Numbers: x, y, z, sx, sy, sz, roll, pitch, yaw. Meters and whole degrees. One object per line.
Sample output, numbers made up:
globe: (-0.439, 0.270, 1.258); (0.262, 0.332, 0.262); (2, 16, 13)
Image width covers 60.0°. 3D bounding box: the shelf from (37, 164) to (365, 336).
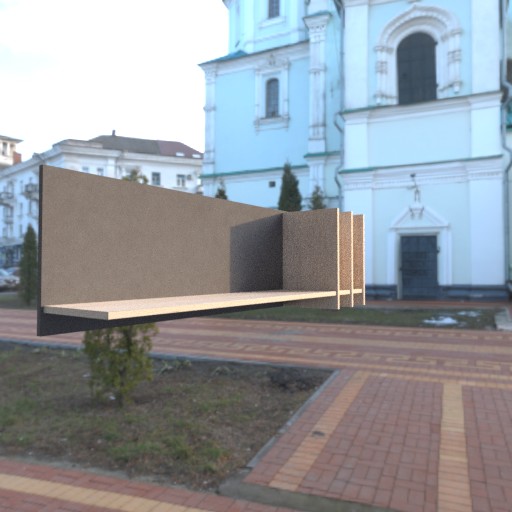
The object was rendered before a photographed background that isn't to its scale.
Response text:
shelf: (0.000, 0.000, 1.128); (0.200, 0.300, 1.020); (-1, -2, 36)
